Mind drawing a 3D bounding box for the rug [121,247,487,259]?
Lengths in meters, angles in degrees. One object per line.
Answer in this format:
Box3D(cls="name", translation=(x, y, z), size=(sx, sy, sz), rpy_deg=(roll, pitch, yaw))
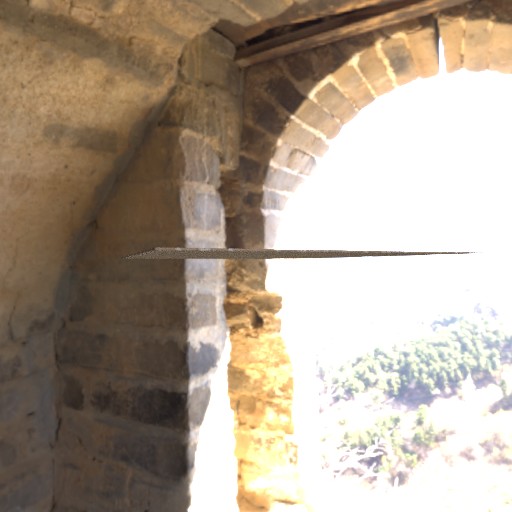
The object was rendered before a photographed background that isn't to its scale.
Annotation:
Box3D(cls="rug", translation=(0.000, 0.000, 2.805), size=(1.524, 0.010, 2.134), rpy_deg=(0, -1, -20))
